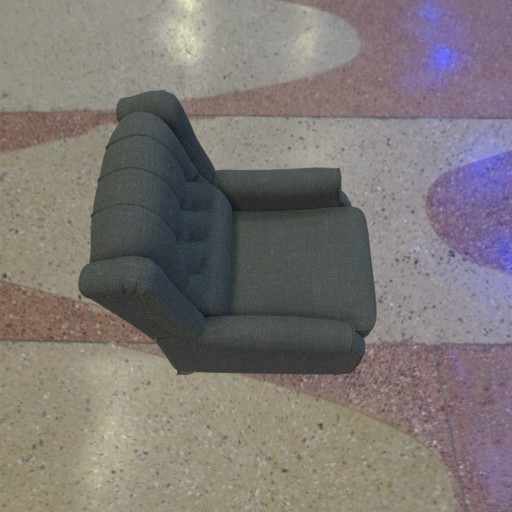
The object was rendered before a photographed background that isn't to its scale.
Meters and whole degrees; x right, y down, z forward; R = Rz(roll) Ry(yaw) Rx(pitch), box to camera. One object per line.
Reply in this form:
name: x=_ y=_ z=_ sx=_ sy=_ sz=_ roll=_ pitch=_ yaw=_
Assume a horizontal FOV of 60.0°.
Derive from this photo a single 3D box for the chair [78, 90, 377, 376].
chair: x=0.000 y=0.000 z=1.647 sx=0.898 sy=1.035 sz=0.742 roll=1 pitch=63 yaw=0
